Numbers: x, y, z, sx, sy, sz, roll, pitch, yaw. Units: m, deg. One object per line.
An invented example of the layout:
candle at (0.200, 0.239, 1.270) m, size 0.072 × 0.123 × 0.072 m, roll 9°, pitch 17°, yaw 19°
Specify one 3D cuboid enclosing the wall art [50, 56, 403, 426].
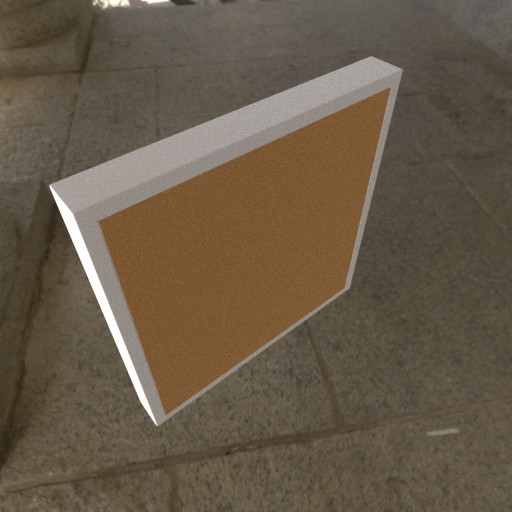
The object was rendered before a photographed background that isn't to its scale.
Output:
wall art at (0.000, 0.000, 0.445) m, size 0.305 × 0.305 × 0.037 m, roll -31°, pitch 54°, yaw -26°
